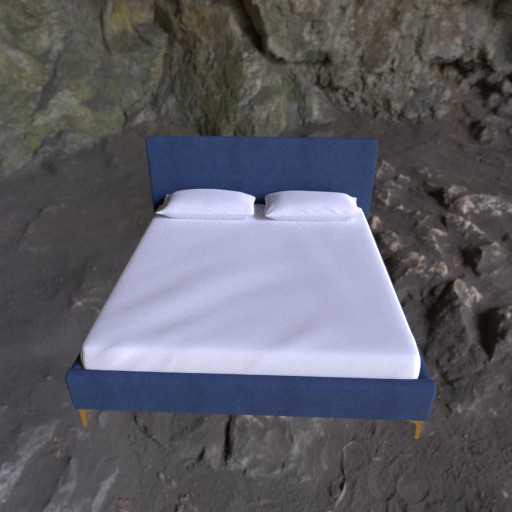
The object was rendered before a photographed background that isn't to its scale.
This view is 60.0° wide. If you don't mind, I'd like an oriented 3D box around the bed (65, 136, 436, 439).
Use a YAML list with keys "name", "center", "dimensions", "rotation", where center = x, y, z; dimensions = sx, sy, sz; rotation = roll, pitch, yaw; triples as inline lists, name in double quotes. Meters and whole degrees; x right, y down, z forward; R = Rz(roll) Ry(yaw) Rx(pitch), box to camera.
- name: "bed"
  center: [0.000, 0.000, 3.348]
  dimensions: [2.096, 1.231, 2.232]
  rotation: [1, 30, 2]
